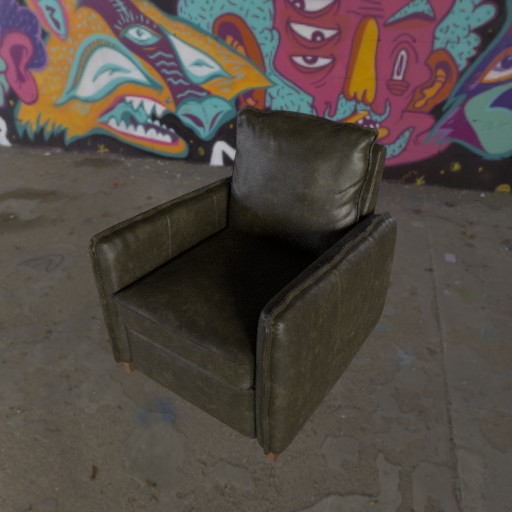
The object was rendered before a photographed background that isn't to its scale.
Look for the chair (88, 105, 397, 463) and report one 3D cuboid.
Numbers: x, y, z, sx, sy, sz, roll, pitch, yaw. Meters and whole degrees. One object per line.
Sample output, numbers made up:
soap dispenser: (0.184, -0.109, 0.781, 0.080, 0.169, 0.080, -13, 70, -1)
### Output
chair: (0.000, 0.000, 1.658, 0.830, 0.921, 0.921, 20, 36, 29)
